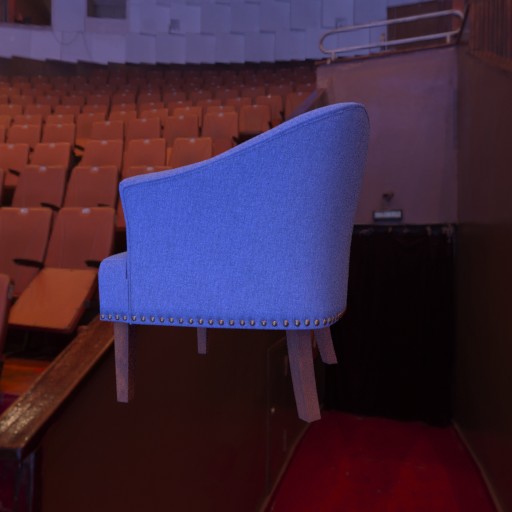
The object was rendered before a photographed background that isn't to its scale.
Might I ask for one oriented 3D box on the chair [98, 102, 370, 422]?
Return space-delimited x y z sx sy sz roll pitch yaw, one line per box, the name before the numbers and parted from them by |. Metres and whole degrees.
chair | 0.000 0.000 1.423 0.704 0.815 0.798 0 1 15
